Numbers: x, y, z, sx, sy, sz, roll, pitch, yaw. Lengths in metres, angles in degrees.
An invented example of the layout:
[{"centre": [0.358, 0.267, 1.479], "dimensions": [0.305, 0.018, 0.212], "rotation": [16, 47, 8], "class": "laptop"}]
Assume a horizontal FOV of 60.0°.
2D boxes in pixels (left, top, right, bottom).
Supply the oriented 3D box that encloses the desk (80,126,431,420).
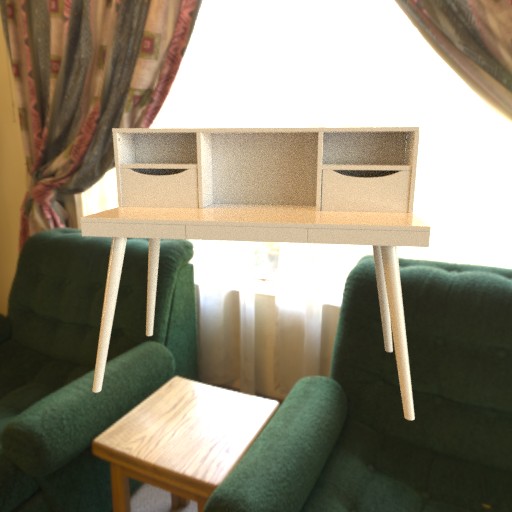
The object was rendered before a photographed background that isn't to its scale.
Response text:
[{"centre": [0.000, 0.000, 1.767], "dimensions": [1.199, 0.990, 0.559], "rotation": [2, 14, 9], "class": "desk"}]
